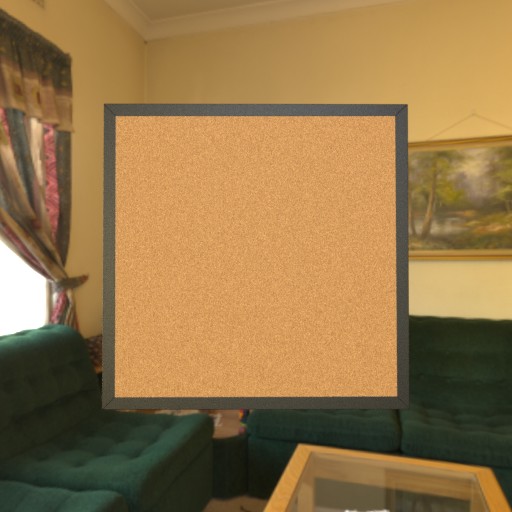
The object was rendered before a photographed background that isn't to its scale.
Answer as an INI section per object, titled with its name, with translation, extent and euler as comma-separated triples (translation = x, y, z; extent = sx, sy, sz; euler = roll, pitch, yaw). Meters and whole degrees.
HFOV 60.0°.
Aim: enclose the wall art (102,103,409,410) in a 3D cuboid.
[wall art]
translation = 0.000, 0.000, 0.753
extent = 0.508, 0.508, 0.036
euler = 0, -1, 0
